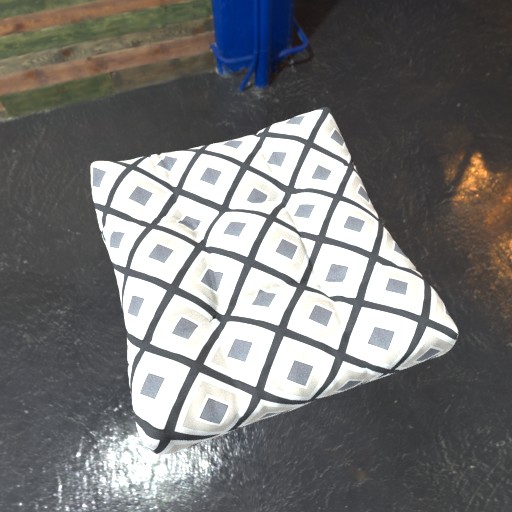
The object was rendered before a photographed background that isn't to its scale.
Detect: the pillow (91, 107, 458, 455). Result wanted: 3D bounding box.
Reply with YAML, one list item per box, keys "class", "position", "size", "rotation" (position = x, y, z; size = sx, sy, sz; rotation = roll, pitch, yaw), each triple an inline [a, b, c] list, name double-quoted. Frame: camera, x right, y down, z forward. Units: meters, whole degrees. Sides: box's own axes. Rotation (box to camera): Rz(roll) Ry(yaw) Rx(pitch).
- class: "pillow"
  position: [0.000, 0.000, 0.724]
  size: [0.468, 0.128, 0.490]
  rotation: [-16, 61, -9]
